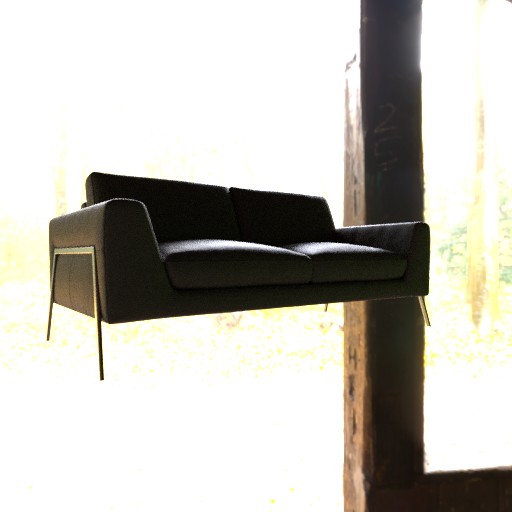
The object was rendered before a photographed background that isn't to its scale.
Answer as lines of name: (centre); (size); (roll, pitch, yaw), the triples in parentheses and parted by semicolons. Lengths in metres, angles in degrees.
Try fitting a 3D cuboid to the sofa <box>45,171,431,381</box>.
sofa: (0.000, 0.000, 2.511); (2.017, 0.875, 0.953); (0, 0, -36)
